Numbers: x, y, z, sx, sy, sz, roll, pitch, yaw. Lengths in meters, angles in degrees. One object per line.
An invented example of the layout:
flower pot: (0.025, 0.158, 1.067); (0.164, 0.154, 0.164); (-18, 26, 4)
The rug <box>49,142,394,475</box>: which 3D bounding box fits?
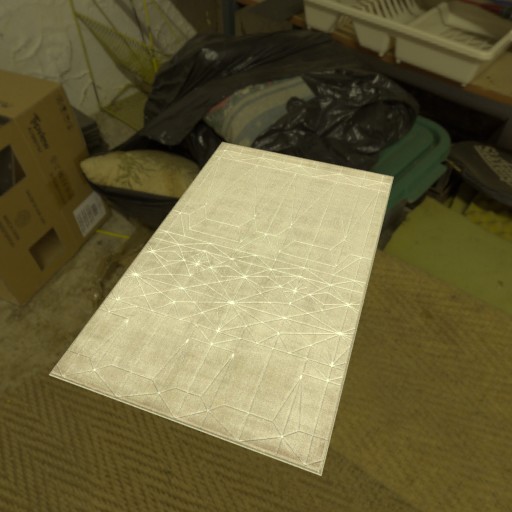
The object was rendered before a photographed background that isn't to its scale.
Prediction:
rug: (0.000, 0.000, 3.028); (1.524, 0.012, 2.438); (15, 49, 13)
